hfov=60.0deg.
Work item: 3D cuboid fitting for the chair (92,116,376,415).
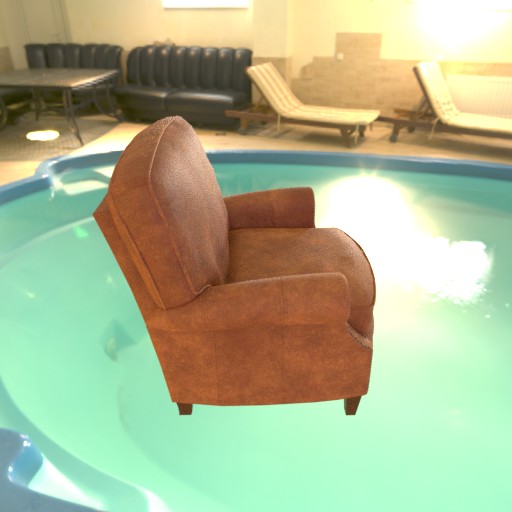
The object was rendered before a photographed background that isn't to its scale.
[{"bbox_3d":[0.000,0.000,1.777,0.986,1.018,0.936,-1,30,-1],"label":"chair"}]
